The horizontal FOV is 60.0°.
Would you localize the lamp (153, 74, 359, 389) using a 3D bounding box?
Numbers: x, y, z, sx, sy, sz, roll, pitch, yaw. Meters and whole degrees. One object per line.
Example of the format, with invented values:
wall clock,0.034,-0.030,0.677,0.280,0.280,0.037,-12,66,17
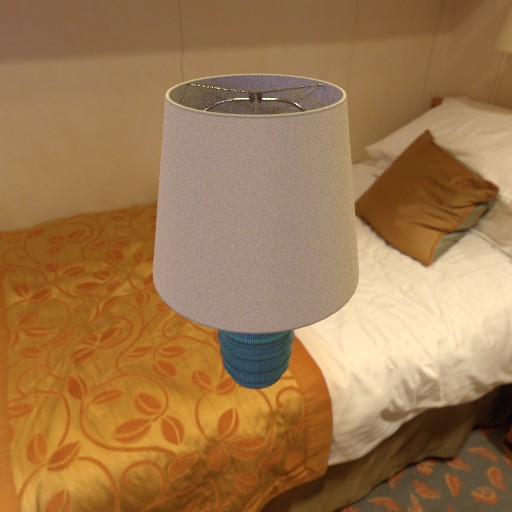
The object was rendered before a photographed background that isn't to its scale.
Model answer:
lamp,0.000,0.000,0.550,0.254,0.392,0.254,0,33,0
